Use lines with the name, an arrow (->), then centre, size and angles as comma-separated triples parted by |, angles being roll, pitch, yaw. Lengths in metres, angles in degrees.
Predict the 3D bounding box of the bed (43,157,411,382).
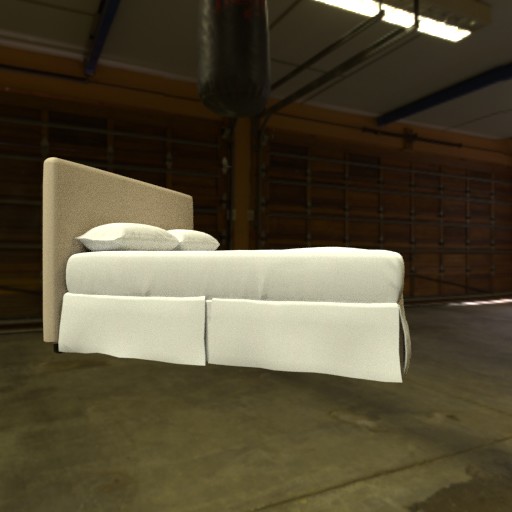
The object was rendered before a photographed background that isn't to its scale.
bed -> 0.000, 0.000, 3.548 | 2.319, 1.317, 2.119 | 0, 0, 18
